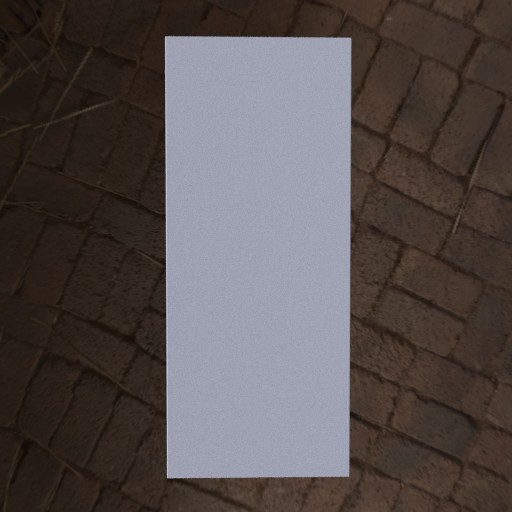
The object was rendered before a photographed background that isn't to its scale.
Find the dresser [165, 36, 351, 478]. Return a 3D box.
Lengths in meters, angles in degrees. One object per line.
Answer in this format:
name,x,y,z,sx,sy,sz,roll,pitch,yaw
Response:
dresser,0.000,0.000,1.517,0.460,0.820,1.100,0,91,-1
